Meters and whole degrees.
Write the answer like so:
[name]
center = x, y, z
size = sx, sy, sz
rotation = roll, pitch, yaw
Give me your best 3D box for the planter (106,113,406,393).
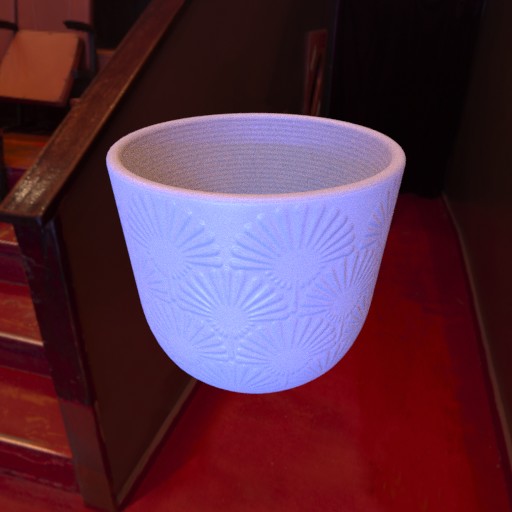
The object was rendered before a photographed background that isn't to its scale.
[planter]
center = 0.000, 0.000, 0.298
size = 0.170, 0.152, 0.170
rotation = 0, 30, 0
